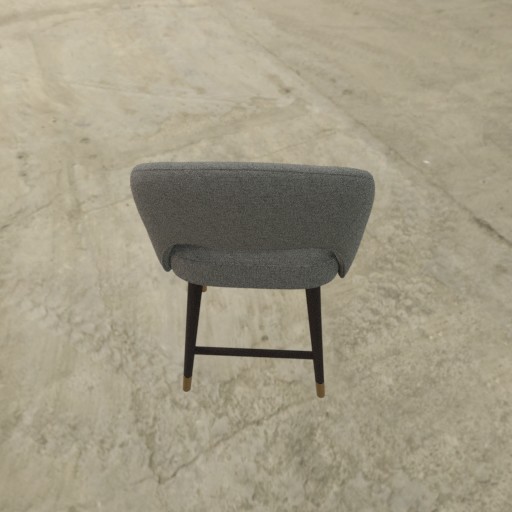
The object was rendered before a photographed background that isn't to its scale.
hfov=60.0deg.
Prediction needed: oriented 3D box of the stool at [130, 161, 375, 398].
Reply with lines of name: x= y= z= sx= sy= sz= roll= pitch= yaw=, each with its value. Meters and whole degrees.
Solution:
stool: x=0.000 y=0.000 z=1.249 sx=0.536 sy=0.925 sz=0.524 roll=2 pitch=46 yaw=2
